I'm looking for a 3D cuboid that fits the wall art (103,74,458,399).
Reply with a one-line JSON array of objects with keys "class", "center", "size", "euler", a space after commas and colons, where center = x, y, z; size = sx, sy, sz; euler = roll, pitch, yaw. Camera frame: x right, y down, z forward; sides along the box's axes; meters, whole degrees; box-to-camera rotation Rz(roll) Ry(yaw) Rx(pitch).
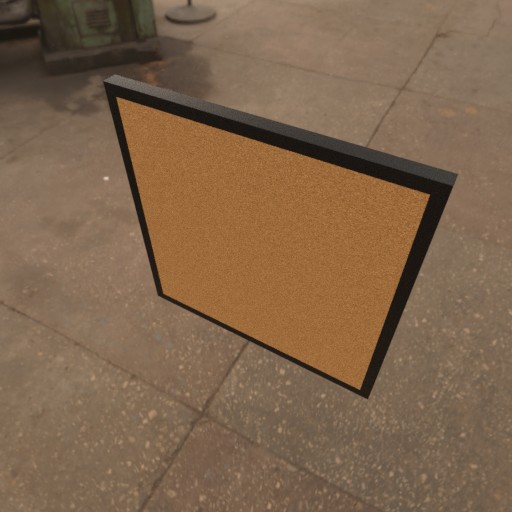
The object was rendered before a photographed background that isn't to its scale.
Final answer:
[{"class": "wall art", "center": [0.000, 0.000, 1.139], "size": [0.762, 0.762, 0.038], "euler": [23, 50, 20]}]
